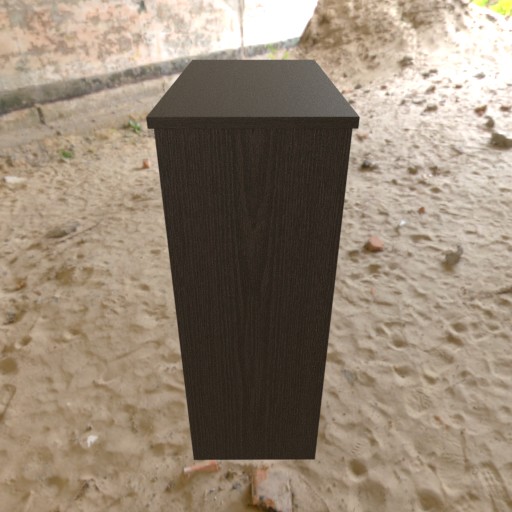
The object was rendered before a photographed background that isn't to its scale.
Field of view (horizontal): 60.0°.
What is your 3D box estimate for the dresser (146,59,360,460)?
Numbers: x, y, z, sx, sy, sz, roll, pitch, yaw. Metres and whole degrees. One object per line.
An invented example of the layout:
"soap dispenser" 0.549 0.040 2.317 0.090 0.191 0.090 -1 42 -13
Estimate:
"dresser" 0.000 0.000 1.364 0.399 1.020 0.704 0 32 0
